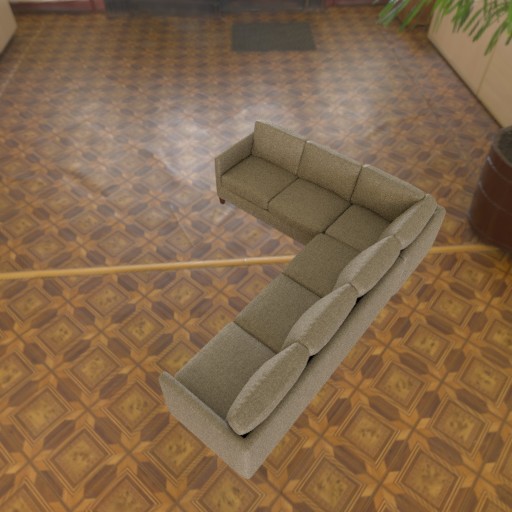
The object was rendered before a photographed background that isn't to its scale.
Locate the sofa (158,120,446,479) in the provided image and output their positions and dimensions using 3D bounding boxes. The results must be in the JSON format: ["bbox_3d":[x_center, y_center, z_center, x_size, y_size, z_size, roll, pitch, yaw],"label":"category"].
[{"bbox_3d":[0.000,0.000,4.576,2.593,0.947,3.302,32,55,25],"label":"sofa"}]
